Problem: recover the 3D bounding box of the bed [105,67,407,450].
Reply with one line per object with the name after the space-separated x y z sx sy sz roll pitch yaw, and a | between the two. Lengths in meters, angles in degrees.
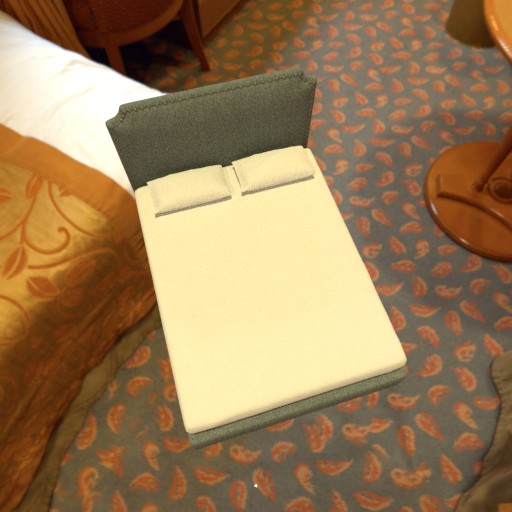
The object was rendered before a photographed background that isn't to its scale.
0.000 0.000 3.506 1.712 1.443 2.372 -15 64 -8 | bed
